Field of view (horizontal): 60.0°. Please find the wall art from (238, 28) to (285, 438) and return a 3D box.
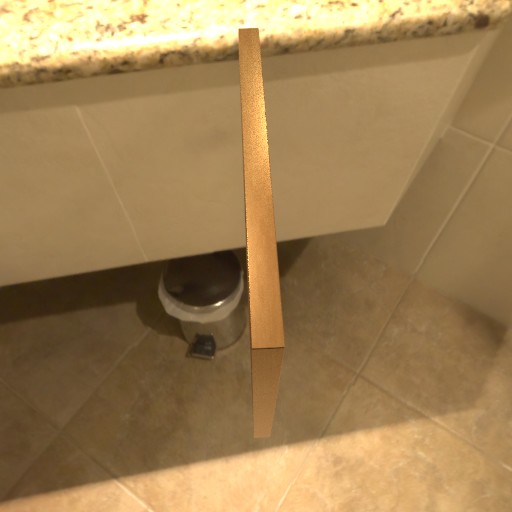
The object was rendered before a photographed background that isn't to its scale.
[{"bbox_3d":[0.000,0.000,0.454,0.019,0.302,0.302,-2,59,-1],"label":"wall art"}]
